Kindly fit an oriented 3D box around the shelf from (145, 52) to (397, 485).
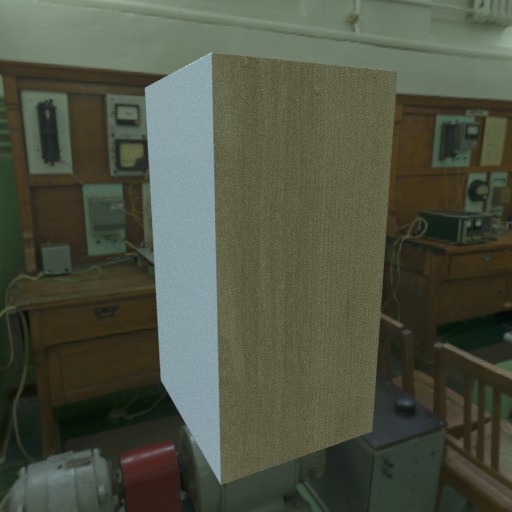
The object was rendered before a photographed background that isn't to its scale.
[{"bbox_3d":[0.000,0.000,0.807,0.290,0.600,0.350,-7,15,-26],"label":"shelf"}]
